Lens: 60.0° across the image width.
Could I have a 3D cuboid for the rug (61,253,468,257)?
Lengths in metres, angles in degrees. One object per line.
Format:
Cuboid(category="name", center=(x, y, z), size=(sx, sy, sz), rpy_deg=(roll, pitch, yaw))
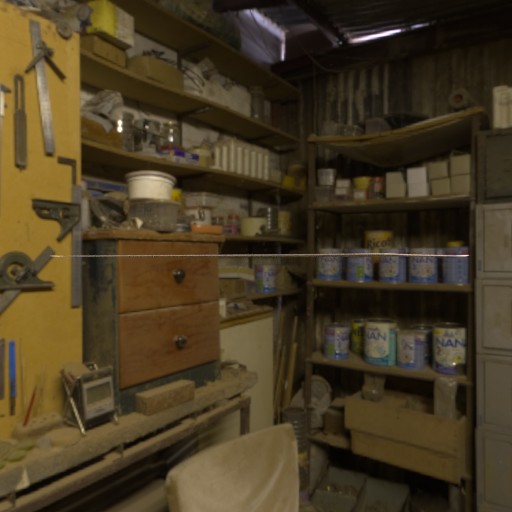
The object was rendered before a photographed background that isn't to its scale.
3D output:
Cuboid(category="rug", center=(0.000, 0.000, 2.302), size=(1.813, 0.008, 1.223), rpy_deg=(0, 0, 36))
